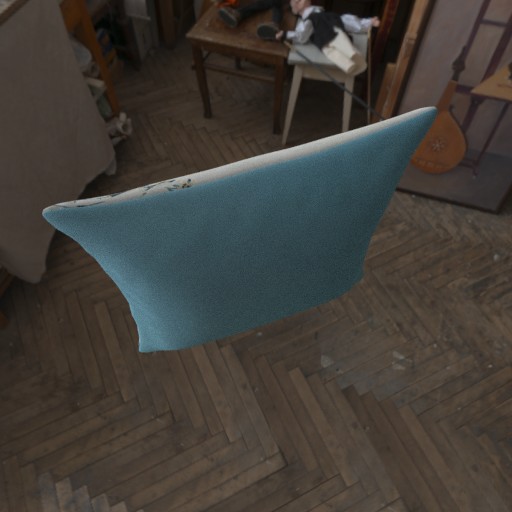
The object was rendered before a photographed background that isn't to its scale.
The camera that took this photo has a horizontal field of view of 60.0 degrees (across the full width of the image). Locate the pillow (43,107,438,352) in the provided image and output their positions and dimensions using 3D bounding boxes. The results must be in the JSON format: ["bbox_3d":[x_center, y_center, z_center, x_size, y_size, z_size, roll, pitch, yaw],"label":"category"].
[{"bbox_3d":[0.000,0.000,0.772,0.526,0.507,0.166,-17,60,-10],"label":"pillow"}]
